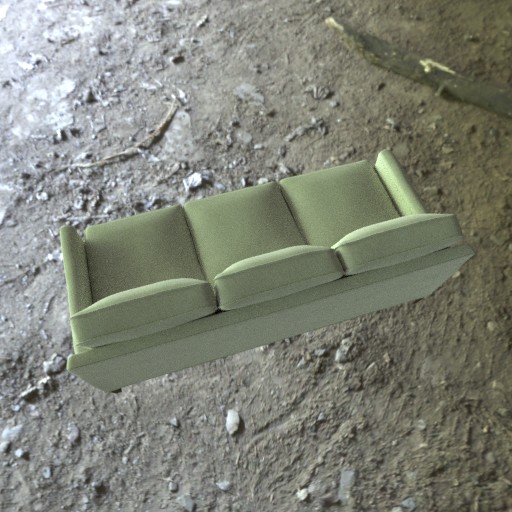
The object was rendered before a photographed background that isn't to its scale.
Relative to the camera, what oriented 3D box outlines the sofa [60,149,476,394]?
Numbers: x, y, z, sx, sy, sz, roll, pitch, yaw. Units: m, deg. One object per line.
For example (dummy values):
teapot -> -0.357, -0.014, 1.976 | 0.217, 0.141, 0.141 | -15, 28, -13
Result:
sofa -> 0.000, 0.000, 2.768 | 2.246, 1.003, 1.084 | -15, 61, -9
